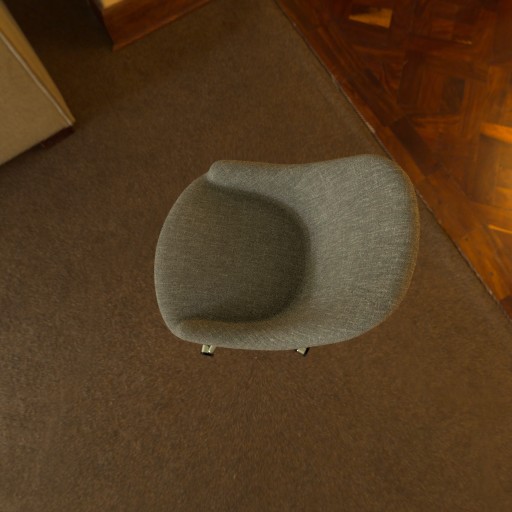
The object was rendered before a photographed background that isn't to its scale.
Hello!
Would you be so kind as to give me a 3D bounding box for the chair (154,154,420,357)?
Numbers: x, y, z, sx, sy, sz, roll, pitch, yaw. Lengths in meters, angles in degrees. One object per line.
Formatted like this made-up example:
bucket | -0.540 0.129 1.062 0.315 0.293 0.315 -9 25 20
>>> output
chair | 0.000 0.000 1.411 0.712 0.950 0.671 9 77 2
